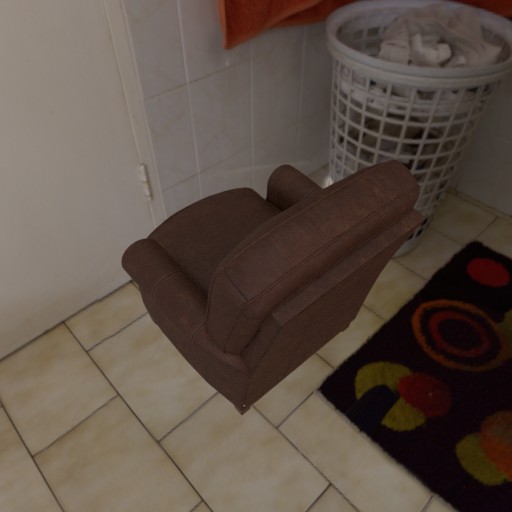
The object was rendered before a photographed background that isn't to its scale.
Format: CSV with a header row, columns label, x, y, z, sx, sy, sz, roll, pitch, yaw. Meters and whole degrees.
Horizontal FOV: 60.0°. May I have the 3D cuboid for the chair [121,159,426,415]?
label,x,y,z,sx,sy,sz,roll,pitch,yaw
chair,0.000,0.000,1.851,0.936,1.018,0.986,-32,54,-27
